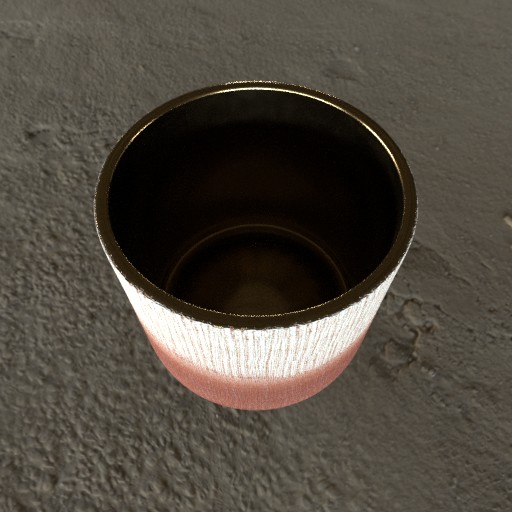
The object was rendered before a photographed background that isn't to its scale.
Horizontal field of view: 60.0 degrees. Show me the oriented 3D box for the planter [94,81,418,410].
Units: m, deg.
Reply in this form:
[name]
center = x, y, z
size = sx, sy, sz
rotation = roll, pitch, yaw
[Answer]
[planter]
center = 0.000, 0.000, 0.438
size = 0.254, 0.221, 0.254
rotation = 0, 58, 0
